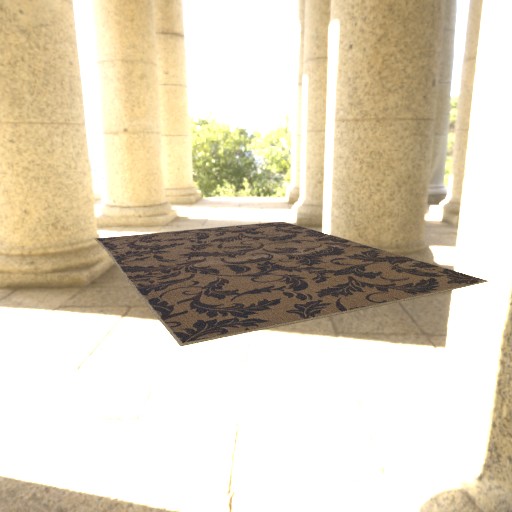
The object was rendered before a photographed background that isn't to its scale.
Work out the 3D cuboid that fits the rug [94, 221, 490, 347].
[{"bbox_3d":[0.000,0.000,4.004,2.380,0.008,2.977,-7,16,-27],"label":"rug"}]
